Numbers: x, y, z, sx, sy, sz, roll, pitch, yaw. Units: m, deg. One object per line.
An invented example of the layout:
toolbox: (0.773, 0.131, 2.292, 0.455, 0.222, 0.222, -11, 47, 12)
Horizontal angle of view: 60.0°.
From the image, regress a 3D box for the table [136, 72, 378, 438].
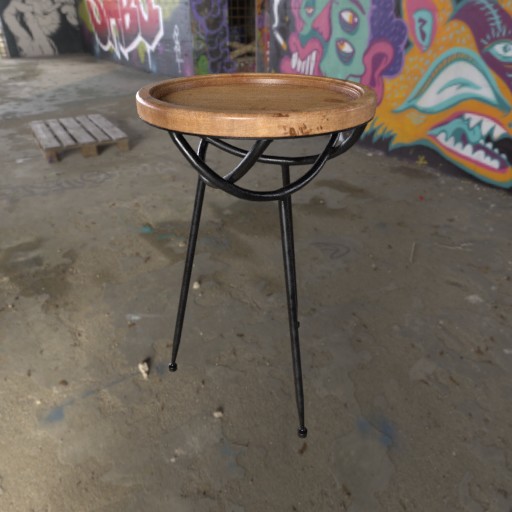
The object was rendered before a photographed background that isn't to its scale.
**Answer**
table: (0.000, 0.000, 0.929, 0.414, 0.664, 0.418, -7, 31, -13)
